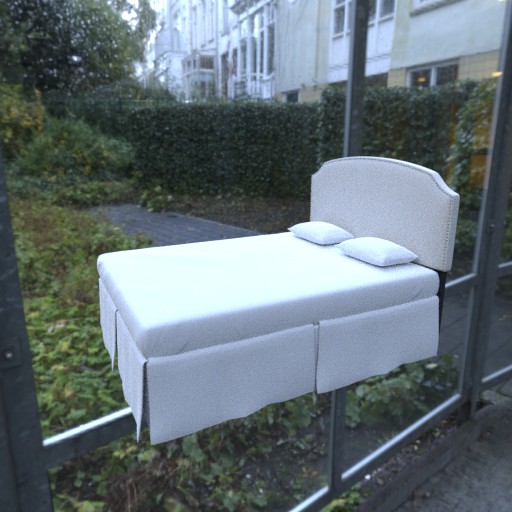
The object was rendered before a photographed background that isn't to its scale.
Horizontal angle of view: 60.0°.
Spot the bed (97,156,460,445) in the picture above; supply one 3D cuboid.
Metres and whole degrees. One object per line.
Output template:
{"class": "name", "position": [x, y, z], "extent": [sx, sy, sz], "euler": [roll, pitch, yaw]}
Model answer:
{"class": "bed", "position": [0.000, 0.000, 3.007], "extent": [1.999, 1.270, 1.558], "euler": [-8, 17, -26]}
